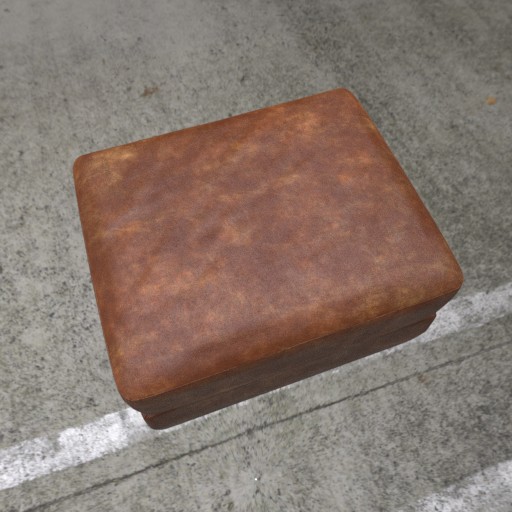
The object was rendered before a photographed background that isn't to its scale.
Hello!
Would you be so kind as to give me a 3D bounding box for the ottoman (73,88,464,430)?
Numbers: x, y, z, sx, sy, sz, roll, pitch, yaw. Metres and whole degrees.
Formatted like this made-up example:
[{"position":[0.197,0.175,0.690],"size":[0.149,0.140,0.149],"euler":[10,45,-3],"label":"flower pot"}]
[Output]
[{"position":[0.000,0.000,1.117],"size":[0.751,0.476,0.603],"euler":[-17,65,-9],"label":"ottoman"}]
